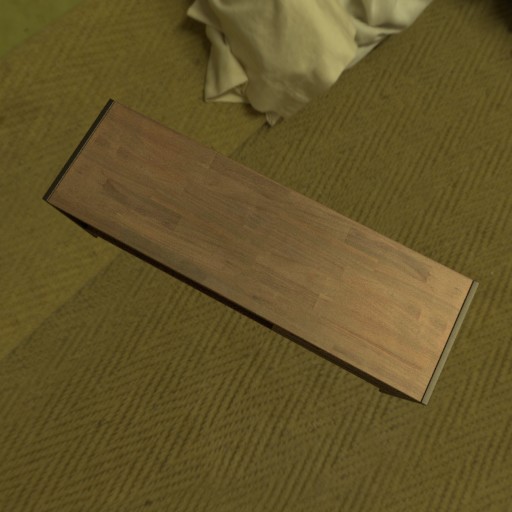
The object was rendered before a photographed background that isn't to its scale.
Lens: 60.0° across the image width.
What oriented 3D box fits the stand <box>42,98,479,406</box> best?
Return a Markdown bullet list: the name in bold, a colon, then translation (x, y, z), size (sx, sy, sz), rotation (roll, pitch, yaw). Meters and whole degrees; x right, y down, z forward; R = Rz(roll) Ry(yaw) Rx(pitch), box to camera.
- **stand**: translation (0.000, 0.000, 1.782), size (1.480, 0.506, 0.454), rotation (28, 79, 6)
